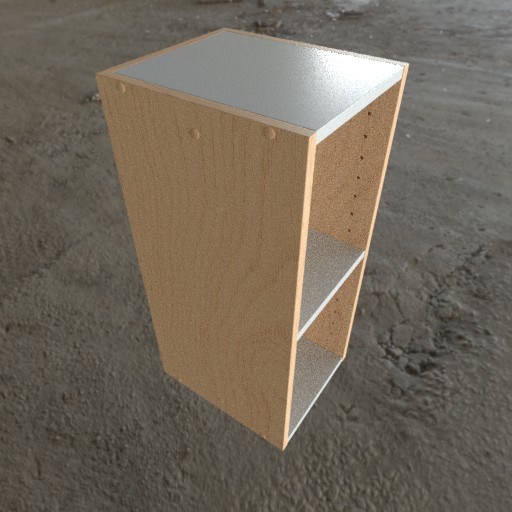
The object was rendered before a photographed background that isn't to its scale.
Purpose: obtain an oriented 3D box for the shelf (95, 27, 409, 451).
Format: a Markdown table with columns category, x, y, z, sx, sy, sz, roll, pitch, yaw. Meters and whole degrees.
| category | x | y | z | sx | sy | sz | roll | pitch | yaw |
| --- | --- | --- | --- | --- | --- | --- | --- | --- | --- |
| shelf | 0.000 | 0.000 | 0.731 | 0.290 | 0.600 | 0.250 | 25 | 47 | 26 |
